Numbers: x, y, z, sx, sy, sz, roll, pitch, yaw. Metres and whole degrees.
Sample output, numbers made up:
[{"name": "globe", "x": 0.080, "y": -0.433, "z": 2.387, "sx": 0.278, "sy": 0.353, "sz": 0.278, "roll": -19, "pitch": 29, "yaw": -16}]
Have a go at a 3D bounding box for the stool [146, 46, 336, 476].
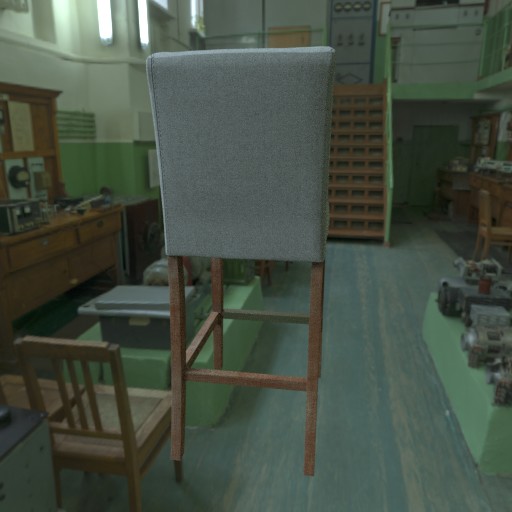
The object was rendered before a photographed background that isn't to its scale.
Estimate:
[{"name": "stool", "x": 0.000, "y": 0.000, "z": 1.363, "sx": 0.439, "sy": 1.088, "sz": 0.570, "roll": 2, "pitch": 15, "yaw": 9}]
